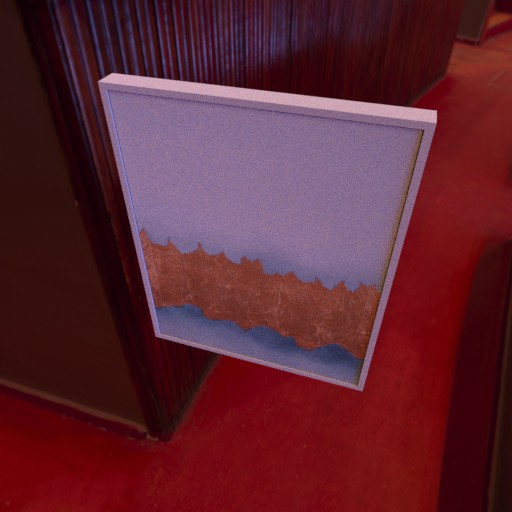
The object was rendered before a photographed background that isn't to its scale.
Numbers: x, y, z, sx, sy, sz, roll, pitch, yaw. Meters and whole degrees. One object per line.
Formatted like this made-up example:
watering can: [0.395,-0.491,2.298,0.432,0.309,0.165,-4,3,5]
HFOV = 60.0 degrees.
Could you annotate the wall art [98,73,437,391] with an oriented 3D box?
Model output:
wall art: [0.000,0.000,0.759,0.451,0.553,0.039,12,42,13]
